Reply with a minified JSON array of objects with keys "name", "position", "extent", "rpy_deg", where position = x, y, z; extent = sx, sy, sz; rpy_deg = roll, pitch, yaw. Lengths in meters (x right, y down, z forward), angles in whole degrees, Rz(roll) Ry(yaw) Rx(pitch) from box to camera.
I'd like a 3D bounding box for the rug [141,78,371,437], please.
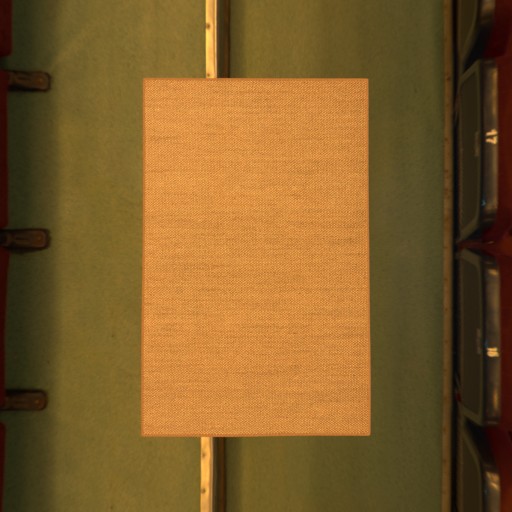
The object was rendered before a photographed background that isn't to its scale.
[{"name":"rug","position":[0.000,0.000,2.061],"extent":[1.061,0.012,1.668],"rpy_deg":[0,89,0]}]
